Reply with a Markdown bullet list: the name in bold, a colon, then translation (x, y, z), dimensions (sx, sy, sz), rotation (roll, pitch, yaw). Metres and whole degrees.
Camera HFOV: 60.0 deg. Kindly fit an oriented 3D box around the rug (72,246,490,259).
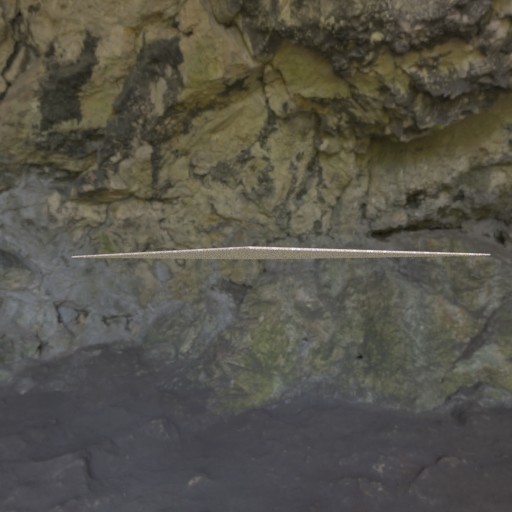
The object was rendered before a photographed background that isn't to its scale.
- **rug**: translation (0.000, 0.000, 3.832), dimensions (2.286, 0.013, 2.894), rotation (1, -1, -37)
